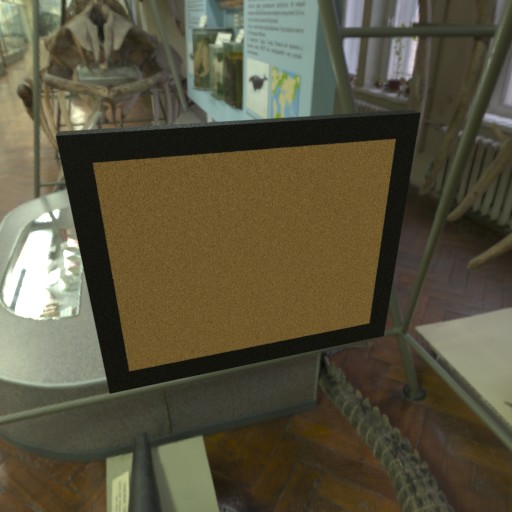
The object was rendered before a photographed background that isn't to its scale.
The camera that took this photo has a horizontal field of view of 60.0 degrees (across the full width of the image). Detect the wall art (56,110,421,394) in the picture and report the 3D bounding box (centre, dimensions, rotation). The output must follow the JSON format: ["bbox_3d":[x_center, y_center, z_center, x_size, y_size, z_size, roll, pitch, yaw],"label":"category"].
[{"bbox_3d":[0.000,0.000,0.775,0.561,0.460,0.028,-8,29,-15],"label":"wall art"}]
